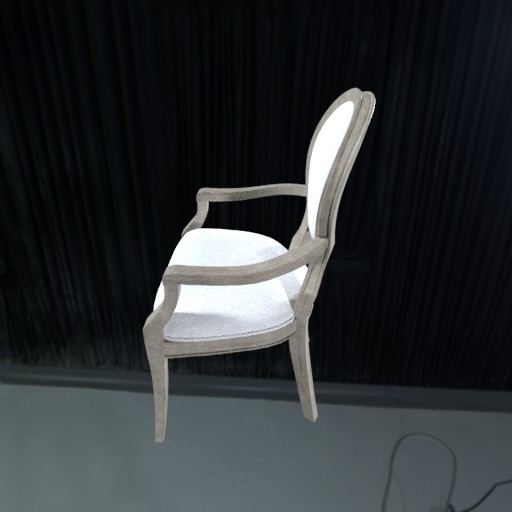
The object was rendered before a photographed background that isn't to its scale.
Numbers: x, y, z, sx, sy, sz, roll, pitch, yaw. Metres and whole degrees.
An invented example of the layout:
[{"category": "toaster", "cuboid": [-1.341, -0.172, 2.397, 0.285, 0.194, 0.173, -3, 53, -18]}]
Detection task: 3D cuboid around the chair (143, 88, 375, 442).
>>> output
[{"category": "chair", "cuboid": [0.000, 0.000, 1.387, 0.602, 0.991, 0.611, 1, 29, 2]}]
